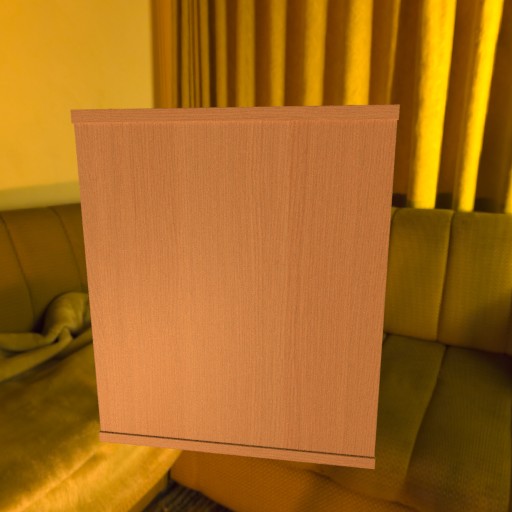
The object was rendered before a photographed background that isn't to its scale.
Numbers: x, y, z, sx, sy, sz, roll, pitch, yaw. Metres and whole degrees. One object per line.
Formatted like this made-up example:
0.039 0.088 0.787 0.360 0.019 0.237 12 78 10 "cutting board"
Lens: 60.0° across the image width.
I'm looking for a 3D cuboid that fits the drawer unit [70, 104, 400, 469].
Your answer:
0.000 0.000 0.589 0.290 0.344 0.349 2 13 8 "drawer unit"
